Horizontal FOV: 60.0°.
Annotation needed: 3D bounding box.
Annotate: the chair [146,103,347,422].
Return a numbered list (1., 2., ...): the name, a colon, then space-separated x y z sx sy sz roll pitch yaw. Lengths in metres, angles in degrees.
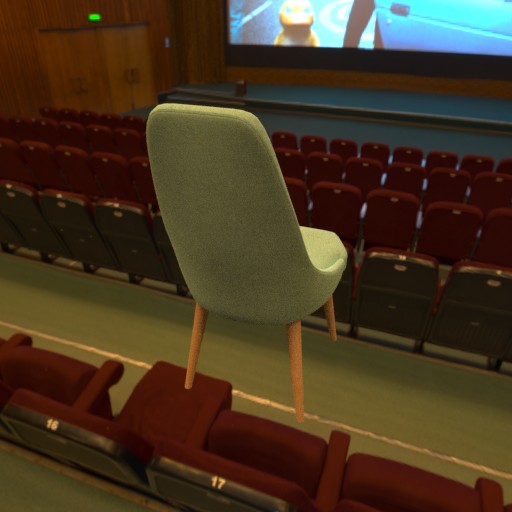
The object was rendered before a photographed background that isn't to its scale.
1. chair: 0.000 0.000 1.378 0.510 1.040 0.660 11 33 17
